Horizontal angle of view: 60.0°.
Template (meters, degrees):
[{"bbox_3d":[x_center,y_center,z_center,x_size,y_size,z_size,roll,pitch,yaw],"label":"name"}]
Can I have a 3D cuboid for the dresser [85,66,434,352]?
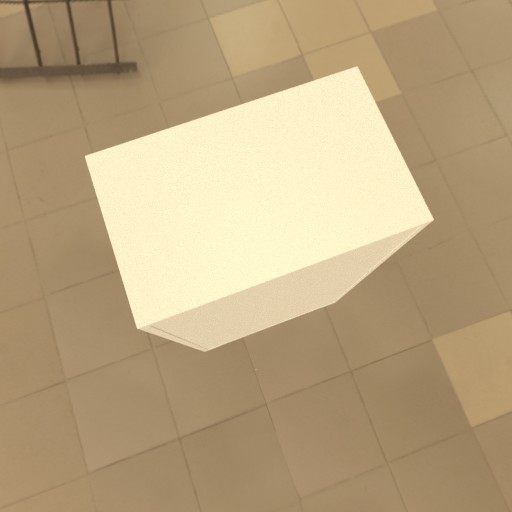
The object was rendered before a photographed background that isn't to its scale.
[{"bbox_3d":[0.000,0.000,1.526,0.650,1.190,0.400,-20,77,-5],"label":"dresser"}]
